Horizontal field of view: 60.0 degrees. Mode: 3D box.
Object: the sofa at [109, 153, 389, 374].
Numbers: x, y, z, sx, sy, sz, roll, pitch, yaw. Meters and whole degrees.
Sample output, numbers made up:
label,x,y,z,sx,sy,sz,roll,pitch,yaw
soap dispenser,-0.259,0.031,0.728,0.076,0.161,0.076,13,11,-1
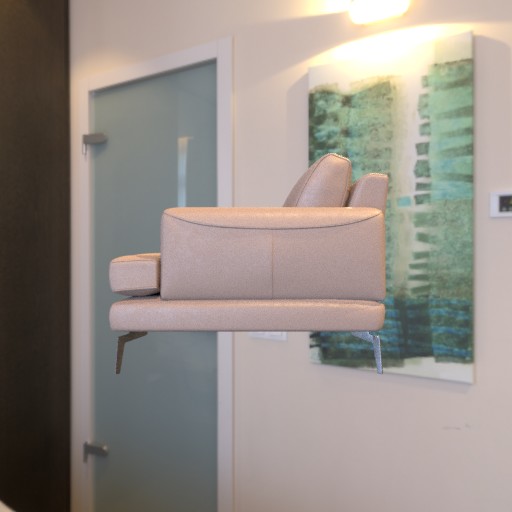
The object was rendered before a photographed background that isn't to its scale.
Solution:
label,x,y,z,sx,sy,sz,roll,pitch,yaw
sofa,0.000,0.000,2.397,0.974,0.765,1.940,0,0,0
